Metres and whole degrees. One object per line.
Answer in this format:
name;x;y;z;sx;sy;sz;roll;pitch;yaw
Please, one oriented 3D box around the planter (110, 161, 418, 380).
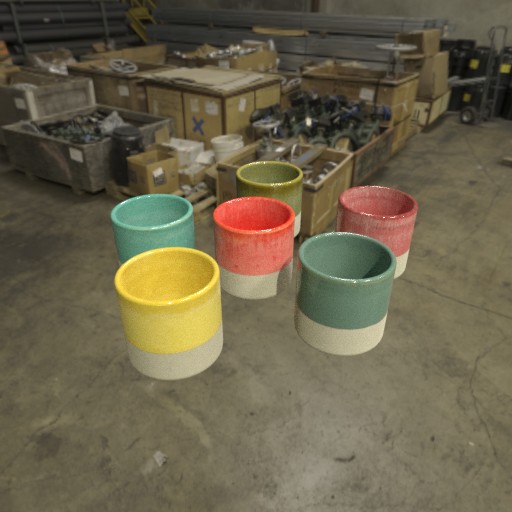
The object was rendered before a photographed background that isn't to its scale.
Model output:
planter;0.000;0.000;0.411;0.257;0.075;0.286;20;36;29
